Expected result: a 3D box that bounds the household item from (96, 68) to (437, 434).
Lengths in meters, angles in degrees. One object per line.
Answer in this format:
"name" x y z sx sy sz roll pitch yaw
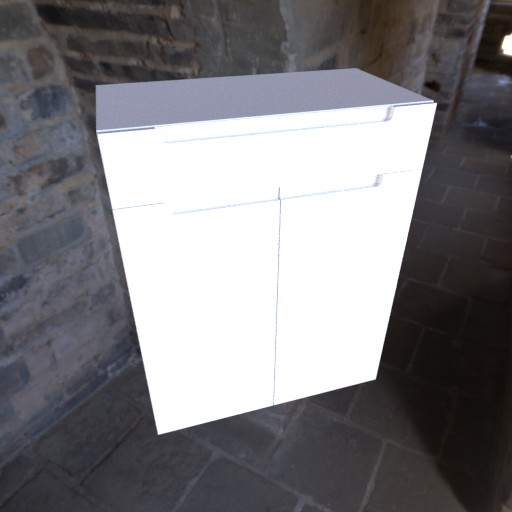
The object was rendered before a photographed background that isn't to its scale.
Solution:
"household item" 0.000 0.000 1.424 0.790 1.010 0.420 -10 35 -14
